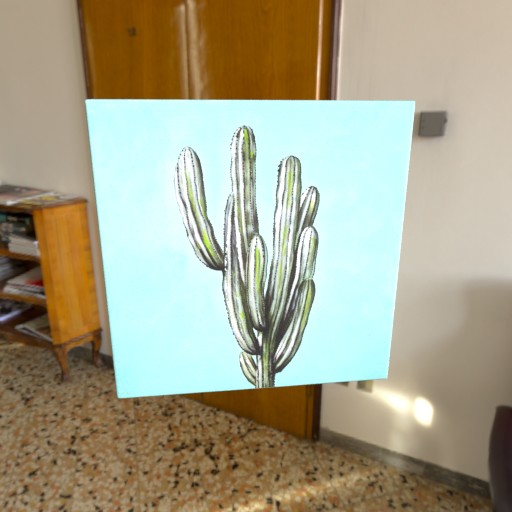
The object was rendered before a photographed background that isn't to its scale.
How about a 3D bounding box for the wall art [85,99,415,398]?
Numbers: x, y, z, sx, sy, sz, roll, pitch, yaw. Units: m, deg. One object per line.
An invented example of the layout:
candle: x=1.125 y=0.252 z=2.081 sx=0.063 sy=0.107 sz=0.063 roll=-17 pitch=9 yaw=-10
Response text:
wall art: x=0.000 y=0.000 z=1.156 sx=0.765 sy=0.766 sz=0.054 roll=-2 pitch=18 yaw=-7
